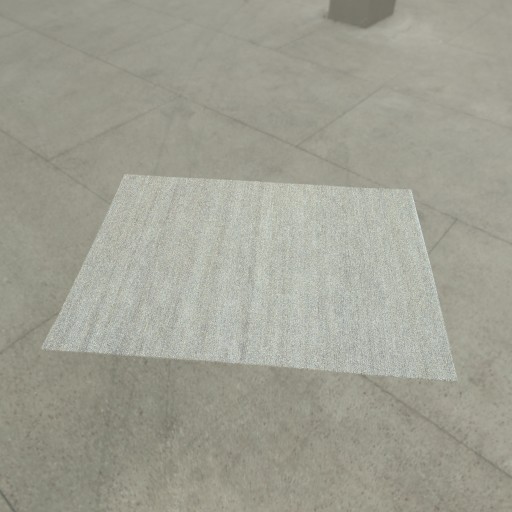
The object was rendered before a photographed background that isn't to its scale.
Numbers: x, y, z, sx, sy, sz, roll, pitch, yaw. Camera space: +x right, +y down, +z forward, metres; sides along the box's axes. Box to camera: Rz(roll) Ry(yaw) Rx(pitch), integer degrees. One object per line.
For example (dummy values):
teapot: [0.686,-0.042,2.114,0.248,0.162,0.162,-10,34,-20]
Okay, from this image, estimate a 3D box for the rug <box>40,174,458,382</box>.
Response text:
rug: [0.000,0.000,2.923,2.264,0.030,1.624,4,46,4]
